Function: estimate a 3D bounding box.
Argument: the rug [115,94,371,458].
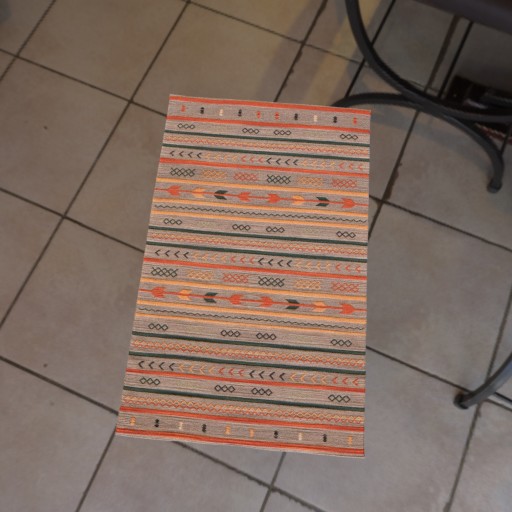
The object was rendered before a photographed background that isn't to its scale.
[{"bbox_3d":[0.000,0.000,3.041,1.537,0.029,2.439,5,74,1],"label":"rug"}]
